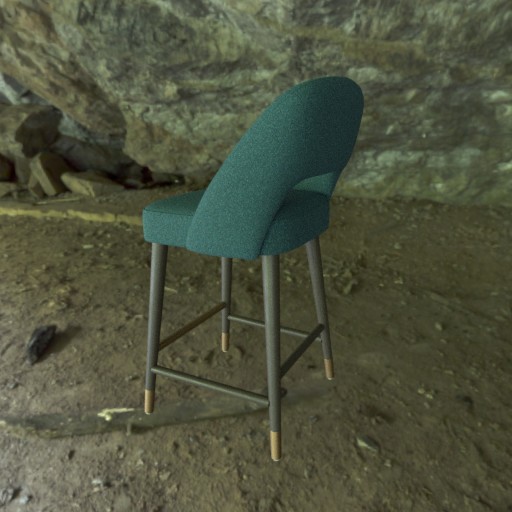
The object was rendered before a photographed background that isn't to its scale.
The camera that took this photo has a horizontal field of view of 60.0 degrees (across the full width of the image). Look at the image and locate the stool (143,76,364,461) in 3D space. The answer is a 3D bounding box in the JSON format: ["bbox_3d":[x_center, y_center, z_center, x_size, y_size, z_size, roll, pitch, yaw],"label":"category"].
[{"bbox_3d":[0.000,0.000,1.281,0.522,0.939,0.536,8,18,26],"label":"stool"}]
